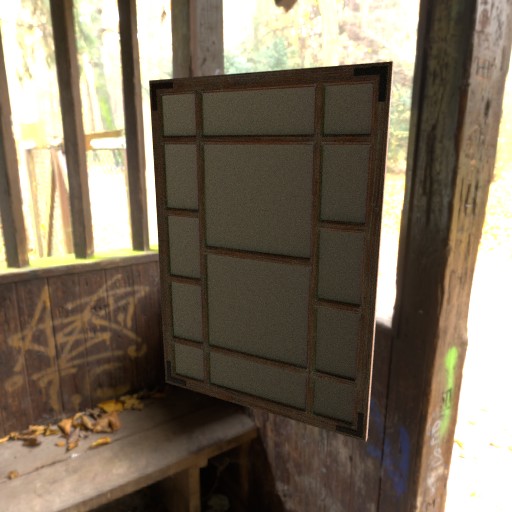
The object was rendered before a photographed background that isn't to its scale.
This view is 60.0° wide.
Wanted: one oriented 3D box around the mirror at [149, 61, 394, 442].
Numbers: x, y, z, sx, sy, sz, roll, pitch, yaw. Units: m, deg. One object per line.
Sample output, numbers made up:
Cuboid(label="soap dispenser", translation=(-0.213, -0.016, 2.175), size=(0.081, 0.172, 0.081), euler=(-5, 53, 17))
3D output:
Cuboid(label="mirror", translation=(0.000, 0.000, 1.288), size=(0.705, 0.996, 0.025), euler=(7, 16, 26))
